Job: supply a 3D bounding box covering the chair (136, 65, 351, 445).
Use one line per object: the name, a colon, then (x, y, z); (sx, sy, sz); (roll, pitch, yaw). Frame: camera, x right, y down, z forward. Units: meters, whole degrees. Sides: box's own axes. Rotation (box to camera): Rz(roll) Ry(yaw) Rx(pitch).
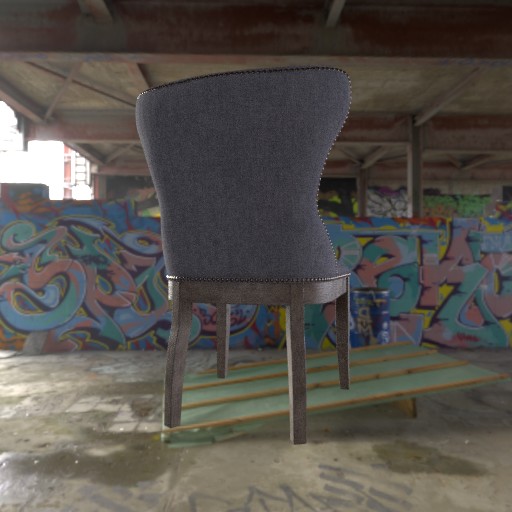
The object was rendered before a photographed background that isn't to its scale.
chair: (0.000, 0.000, 1.457); (0.654, 1.002, 0.681); (0, 0, 18)
